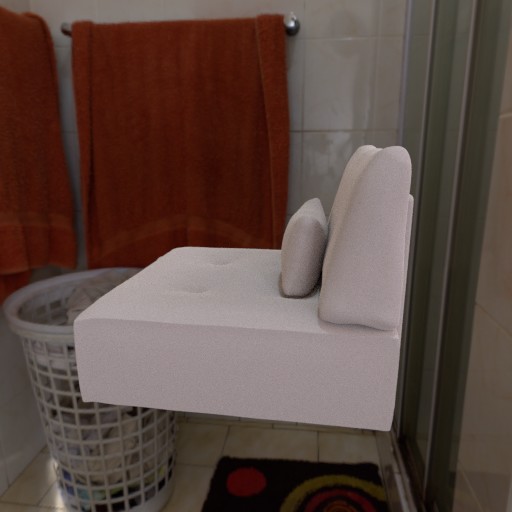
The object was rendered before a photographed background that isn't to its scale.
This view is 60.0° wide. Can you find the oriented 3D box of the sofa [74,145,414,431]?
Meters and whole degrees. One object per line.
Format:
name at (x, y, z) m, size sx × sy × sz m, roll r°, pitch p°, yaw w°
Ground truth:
sofa at (0.000, 0.000, 1.705) m, size 1.000 × 0.828 × 0.935 m, roll 2°, pitch 15°, yaw 9°
